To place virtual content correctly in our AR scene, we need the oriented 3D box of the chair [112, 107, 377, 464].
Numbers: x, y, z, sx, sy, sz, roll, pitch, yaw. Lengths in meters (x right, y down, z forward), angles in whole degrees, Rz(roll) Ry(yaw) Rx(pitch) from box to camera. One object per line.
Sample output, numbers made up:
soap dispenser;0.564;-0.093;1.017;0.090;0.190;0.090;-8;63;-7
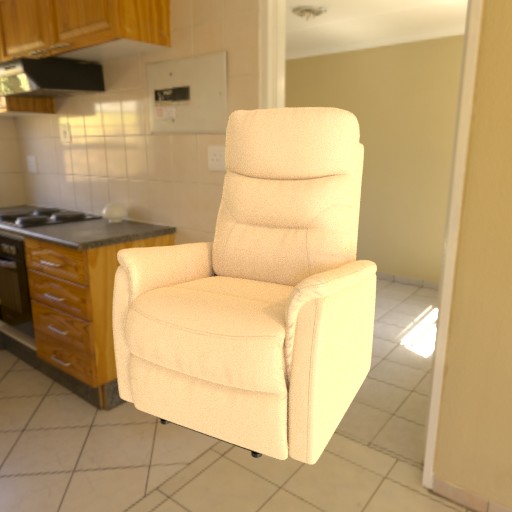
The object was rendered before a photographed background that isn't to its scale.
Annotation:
chair;0.000;0.000;1.638;0.775;1.082;0.831;7;15;27
